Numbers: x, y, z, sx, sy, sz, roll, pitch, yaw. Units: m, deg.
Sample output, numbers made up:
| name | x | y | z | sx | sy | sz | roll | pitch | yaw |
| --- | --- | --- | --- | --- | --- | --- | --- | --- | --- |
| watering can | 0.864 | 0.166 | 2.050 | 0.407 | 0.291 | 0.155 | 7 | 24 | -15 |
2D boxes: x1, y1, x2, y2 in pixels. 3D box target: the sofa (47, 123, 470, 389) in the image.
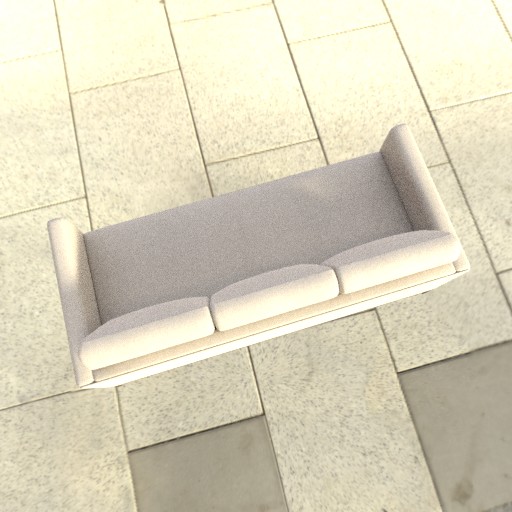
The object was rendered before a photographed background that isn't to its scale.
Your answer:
| name | x | y | z | sx | sy | sz | roll | pitch | yaw |
| --- | --- | --- | --- | --- | --- | --- | --- | --- | --- |
| sofa | 0.000 | 0.000 | 2.689 | 2.210 | 0.838 | 0.959 | -16 | 75 | -4 |
